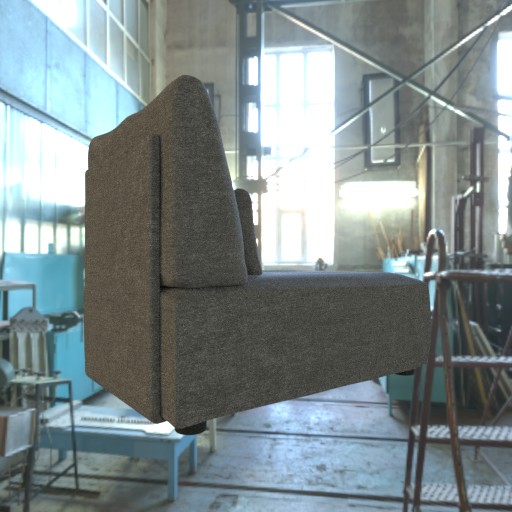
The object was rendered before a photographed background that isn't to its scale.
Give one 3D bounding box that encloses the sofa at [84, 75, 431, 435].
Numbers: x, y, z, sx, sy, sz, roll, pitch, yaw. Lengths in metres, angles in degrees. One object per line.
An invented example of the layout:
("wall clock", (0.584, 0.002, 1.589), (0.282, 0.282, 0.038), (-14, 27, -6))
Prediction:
("sofa", (0.000, 0.000, 1.526), (1.000, 0.820, 0.700), (0, -1, -37))
